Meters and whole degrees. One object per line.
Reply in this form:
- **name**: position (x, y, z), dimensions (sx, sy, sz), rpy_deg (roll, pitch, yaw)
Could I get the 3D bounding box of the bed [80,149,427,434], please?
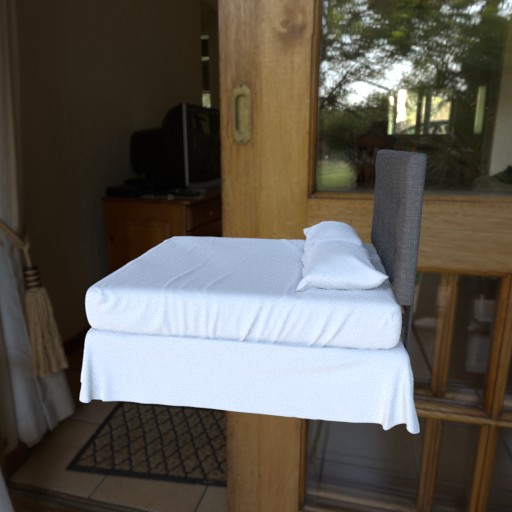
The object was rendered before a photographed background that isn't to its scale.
- **bed**: position (0.000, 0.000, 3.401), dimensions (2.222, 1.577, 1.936), rpy_deg (2, 14, 9)
